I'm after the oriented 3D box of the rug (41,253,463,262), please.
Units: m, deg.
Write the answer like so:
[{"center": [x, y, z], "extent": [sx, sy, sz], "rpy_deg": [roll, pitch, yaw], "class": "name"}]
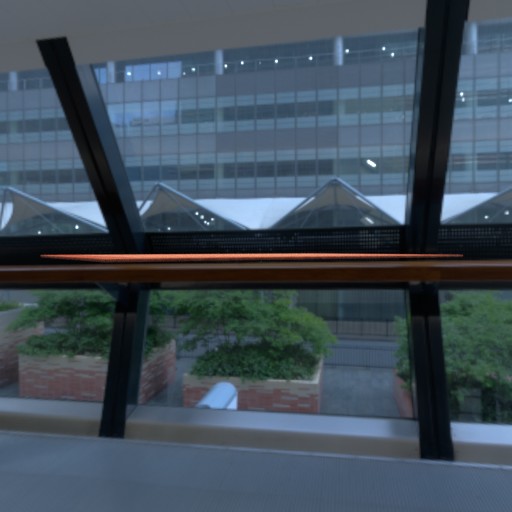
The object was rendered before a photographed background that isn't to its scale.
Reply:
[{"center": [0.000, 0.000, 3.006], "extent": [2.438, 0.014, 1.524], "rpy_deg": [-1, 1, -34], "class": "rug"}]
